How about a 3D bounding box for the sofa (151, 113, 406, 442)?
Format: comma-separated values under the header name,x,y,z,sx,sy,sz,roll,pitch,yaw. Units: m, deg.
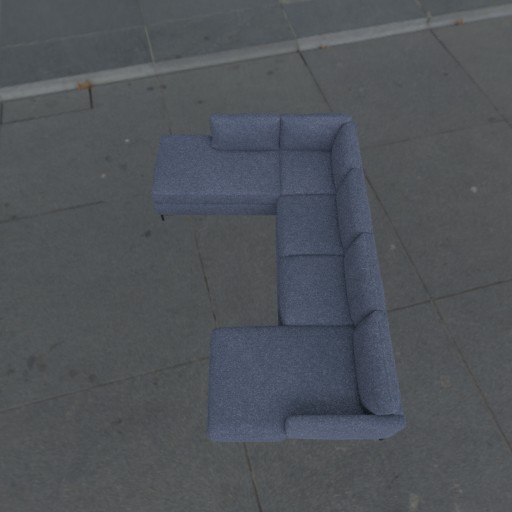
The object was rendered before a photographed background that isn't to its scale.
name,x,y,z,sx,sy,sz,roll,pitch,yaw
sofa,0.000,0.000,3.847,2.007,0.813,2.956,0,59,0
